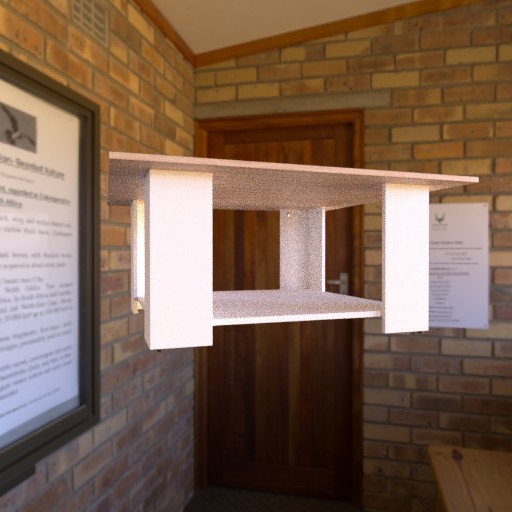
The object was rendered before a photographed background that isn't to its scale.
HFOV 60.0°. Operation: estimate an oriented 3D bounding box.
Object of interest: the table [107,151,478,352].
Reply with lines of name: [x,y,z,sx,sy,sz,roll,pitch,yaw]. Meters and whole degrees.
table: [0.000,0.000,1.056,0.670,0.305,0.670,0,1,-19]
